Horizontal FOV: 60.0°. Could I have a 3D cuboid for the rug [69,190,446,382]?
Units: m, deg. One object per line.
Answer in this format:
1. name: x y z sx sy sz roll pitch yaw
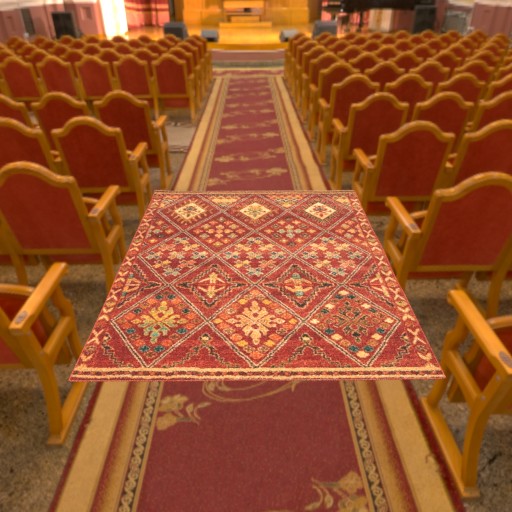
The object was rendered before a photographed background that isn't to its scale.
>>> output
1. rug: 0.000 0.000 4.214 2.489 0.030 3.086 0 32 0
